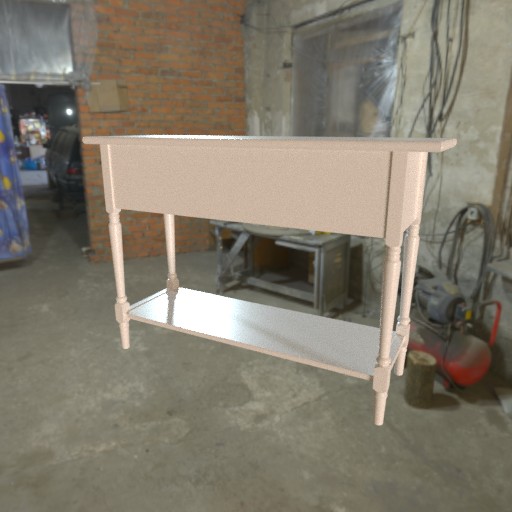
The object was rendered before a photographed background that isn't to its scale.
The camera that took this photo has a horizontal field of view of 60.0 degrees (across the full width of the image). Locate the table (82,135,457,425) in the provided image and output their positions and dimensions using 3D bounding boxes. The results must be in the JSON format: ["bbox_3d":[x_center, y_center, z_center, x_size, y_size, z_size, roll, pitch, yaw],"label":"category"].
[{"bbox_3d":[0.000,0.000,1.574,1.191,0.814,0.386,8,18,27],"label":"table"}]
